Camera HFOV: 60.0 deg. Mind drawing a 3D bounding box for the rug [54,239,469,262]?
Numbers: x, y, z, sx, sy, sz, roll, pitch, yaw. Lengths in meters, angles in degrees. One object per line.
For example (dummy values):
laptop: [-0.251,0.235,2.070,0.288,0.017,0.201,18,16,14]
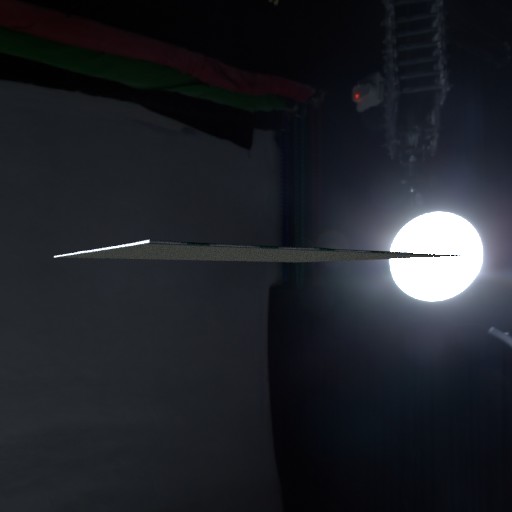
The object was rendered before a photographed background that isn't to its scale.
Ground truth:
rug: [0.000,0.000,4.138,3.041,0.019,2.434,2,-3,-35]
